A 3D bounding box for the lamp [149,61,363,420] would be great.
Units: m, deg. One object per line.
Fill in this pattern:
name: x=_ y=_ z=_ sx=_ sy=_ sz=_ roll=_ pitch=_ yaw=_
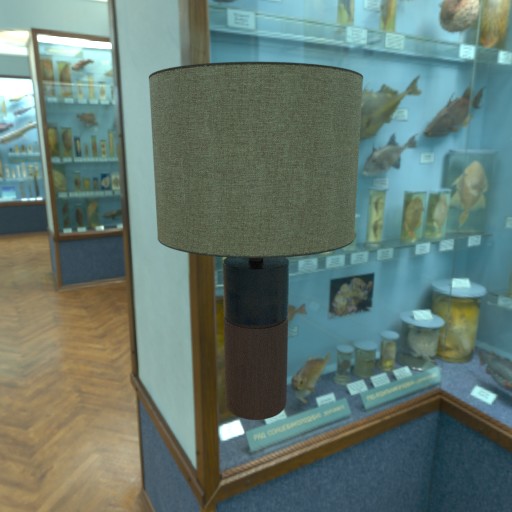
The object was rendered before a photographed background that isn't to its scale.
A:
lamp: x=0.000 y=0.000 z=0.471 sx=0.202 sy=0.350 sz=0.202 roll=0 pitch=14 yaw=0
